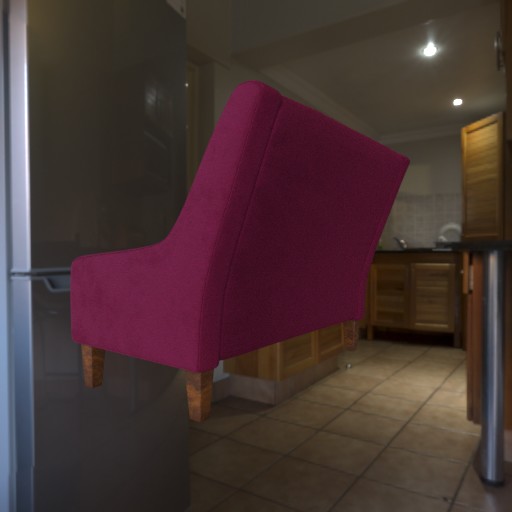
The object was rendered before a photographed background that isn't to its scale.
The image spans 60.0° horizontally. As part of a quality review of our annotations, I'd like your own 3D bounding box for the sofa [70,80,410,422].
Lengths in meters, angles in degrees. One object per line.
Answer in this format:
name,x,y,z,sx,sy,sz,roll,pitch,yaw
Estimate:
sofa,0.000,0.000,1.916,0.946,0.976,1.242,1,2,36
